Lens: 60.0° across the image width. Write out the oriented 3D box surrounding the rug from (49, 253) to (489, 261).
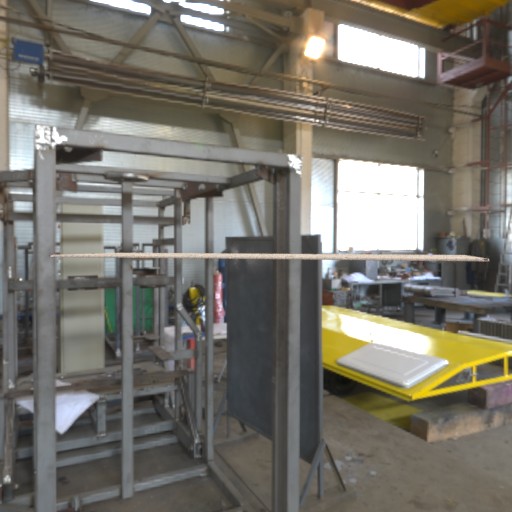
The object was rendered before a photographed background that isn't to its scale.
[{"bbox_3d":[0.000,0.000,2.716,2.438,0.012,0.762,0,2,18],"label":"rug"}]
